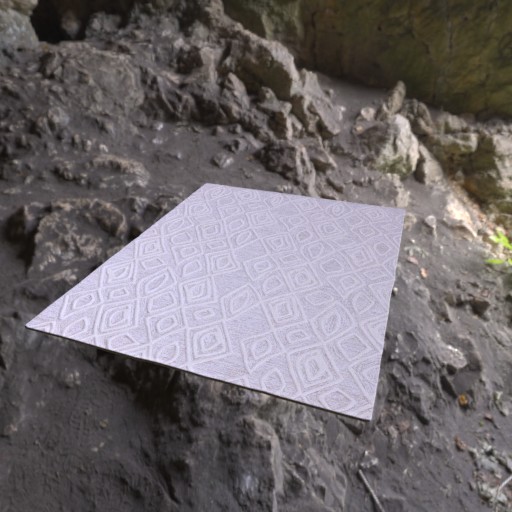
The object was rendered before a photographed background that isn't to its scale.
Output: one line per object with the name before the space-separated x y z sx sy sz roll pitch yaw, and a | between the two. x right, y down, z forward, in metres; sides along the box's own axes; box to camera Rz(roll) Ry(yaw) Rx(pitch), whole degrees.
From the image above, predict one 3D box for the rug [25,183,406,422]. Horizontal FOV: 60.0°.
rug | 0.000 0.000 4.042 2.449 0.025 3.049 10 32 17
